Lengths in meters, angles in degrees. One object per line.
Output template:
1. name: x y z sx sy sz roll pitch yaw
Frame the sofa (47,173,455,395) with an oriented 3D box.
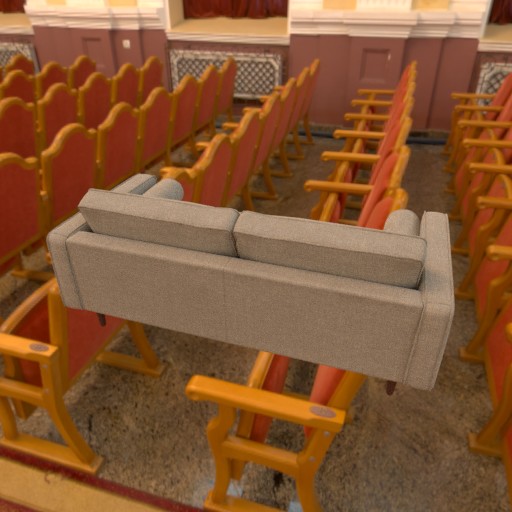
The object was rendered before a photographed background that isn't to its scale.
1. sofa: 0.000 0.000 2.342 1.879 0.762 0.914 10 33 15
